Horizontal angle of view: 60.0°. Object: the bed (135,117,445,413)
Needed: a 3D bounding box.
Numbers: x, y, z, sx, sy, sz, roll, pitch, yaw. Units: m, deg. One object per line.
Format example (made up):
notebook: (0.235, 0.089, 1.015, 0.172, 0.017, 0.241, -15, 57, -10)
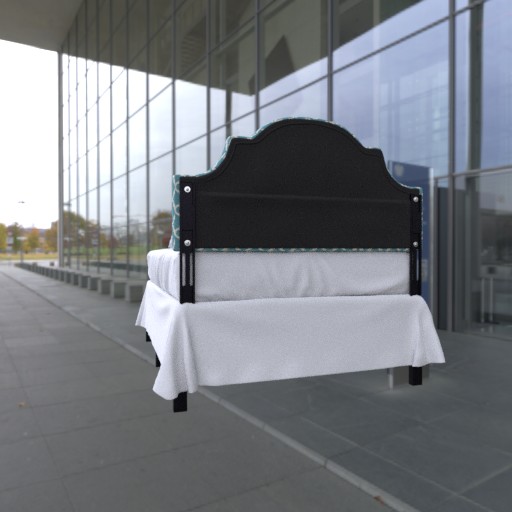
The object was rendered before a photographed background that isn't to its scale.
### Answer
bed: (0.000, 0.000, 3.499, 1.780, 1.633, 2.222, 0, 1, -18)
